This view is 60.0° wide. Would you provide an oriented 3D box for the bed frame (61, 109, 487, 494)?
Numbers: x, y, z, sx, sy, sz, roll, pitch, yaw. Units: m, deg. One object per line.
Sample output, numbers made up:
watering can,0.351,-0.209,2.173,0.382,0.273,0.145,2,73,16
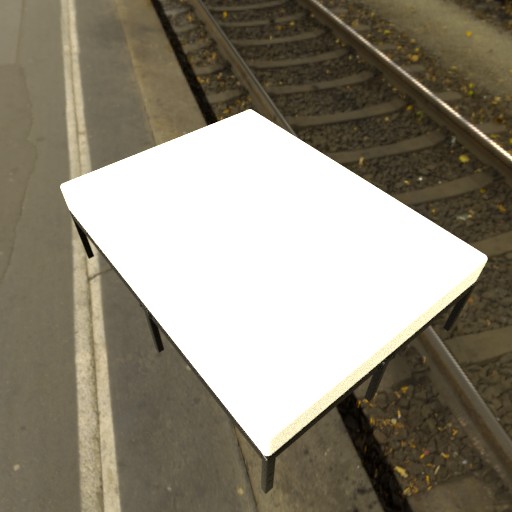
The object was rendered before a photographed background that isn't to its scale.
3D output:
bed frame,0.000,0.000,2.798,1.557,0.659,2.072,-30,53,-26
